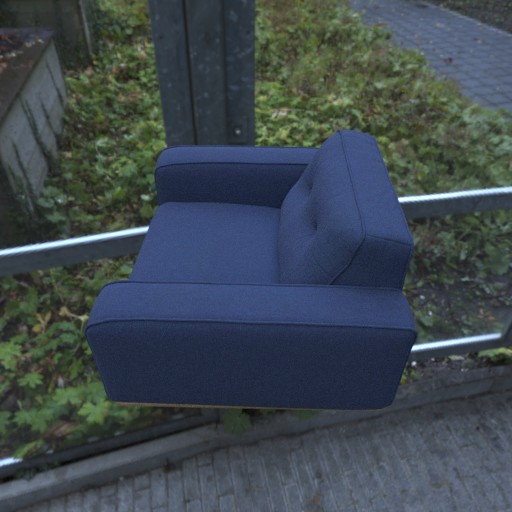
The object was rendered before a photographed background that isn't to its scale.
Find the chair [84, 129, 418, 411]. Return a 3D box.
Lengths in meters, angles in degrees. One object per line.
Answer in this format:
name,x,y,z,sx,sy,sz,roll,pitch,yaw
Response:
chair,0.000,0.000,1.751,0.953,0.783,1.118,1,40,2
